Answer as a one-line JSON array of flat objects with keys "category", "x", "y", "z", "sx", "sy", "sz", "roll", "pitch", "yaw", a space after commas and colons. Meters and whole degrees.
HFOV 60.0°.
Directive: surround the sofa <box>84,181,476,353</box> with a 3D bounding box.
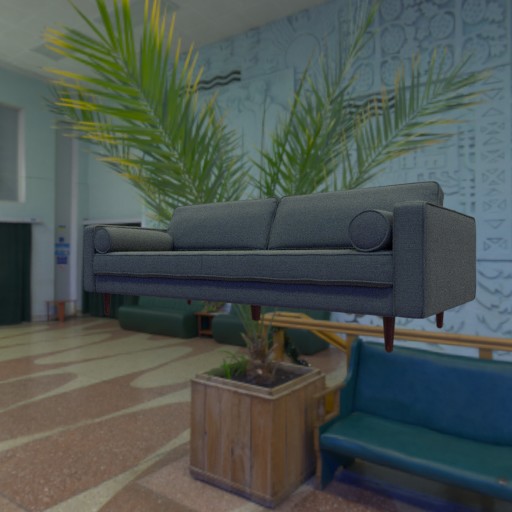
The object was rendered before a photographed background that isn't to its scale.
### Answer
[{"category": "sofa", "x": 0.000, "y": 0.000, "z": 2.597, "sx": 2.198, "sy": 0.762, "sz": 0.914, "roll": 0, "pitch": 0, "yaw": 37}]
